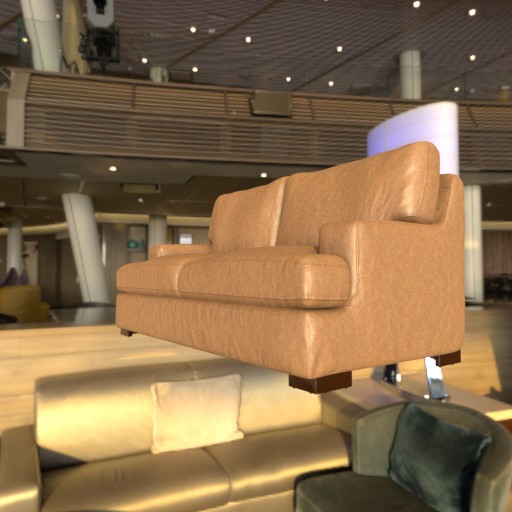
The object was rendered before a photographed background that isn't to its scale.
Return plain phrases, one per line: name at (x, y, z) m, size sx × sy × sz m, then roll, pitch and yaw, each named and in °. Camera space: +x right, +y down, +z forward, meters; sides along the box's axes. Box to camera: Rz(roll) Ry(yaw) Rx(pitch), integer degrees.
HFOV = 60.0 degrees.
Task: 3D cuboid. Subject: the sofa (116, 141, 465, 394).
sofa at (0.000, 0.000, 2.407) m, size 0.962 × 0.980 × 1.855 m, roll 2°, pitch -3°, yaw -36°
